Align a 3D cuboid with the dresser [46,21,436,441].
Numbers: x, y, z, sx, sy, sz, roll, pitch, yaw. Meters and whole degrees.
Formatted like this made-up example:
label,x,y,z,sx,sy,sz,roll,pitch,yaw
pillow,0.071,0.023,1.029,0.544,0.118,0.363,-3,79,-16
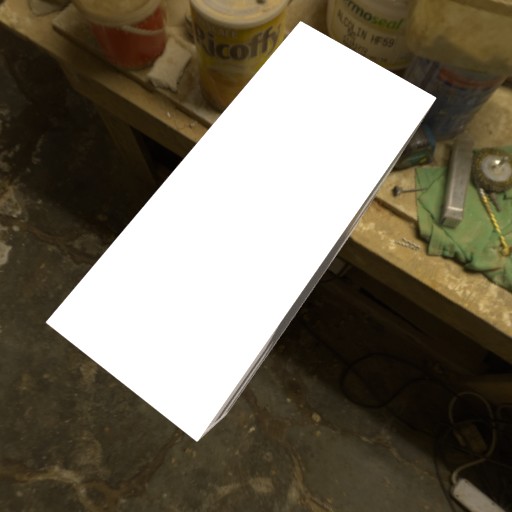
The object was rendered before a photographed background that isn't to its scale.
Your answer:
label,x,y,z,sx,sy,sz,roll,pitch,yaw
dresser,0.000,0.000,1.633,0.460,1.000,1.100,34,76,9
